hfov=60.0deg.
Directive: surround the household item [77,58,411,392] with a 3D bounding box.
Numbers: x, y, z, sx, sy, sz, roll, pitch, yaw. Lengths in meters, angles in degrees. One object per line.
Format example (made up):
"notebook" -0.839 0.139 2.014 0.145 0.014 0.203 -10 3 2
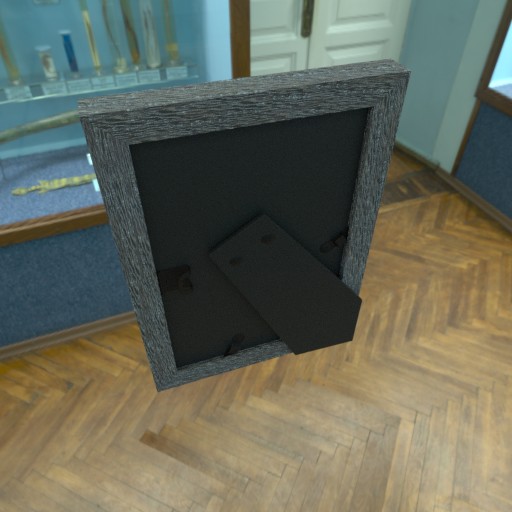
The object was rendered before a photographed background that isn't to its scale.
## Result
"household item" 0.000 0.000 0.234 0.133 0.180 0.020 -13 44 -14
